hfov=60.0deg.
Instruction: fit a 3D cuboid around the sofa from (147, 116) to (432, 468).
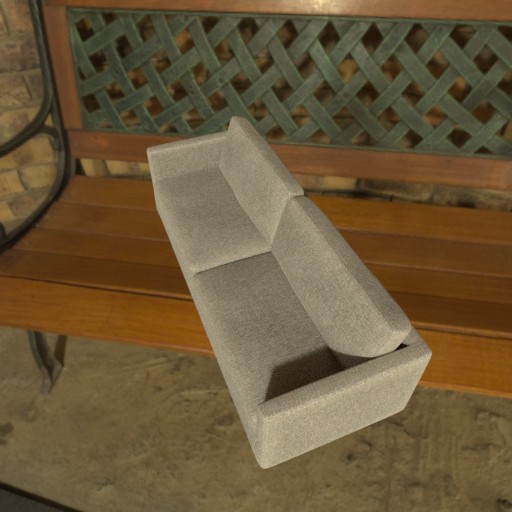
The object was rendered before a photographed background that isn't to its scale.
[{"bbox_3d":[0.000,0.000,3.040,0.948,0.951,2.434,-16,48,-15],"label":"sofa"}]
